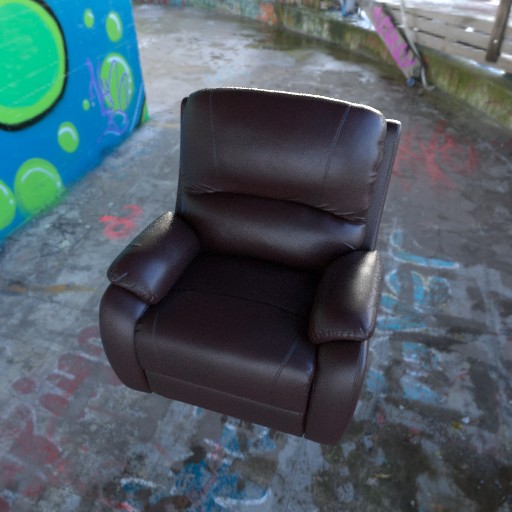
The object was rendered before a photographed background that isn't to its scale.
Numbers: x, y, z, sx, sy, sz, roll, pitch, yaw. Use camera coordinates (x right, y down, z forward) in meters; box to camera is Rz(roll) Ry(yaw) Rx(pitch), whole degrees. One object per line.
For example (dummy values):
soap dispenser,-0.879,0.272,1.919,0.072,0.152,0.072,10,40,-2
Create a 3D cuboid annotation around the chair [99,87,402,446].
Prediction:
chair,0.000,0.000,1.675,0.930,1.011,0.899,11,42,13
